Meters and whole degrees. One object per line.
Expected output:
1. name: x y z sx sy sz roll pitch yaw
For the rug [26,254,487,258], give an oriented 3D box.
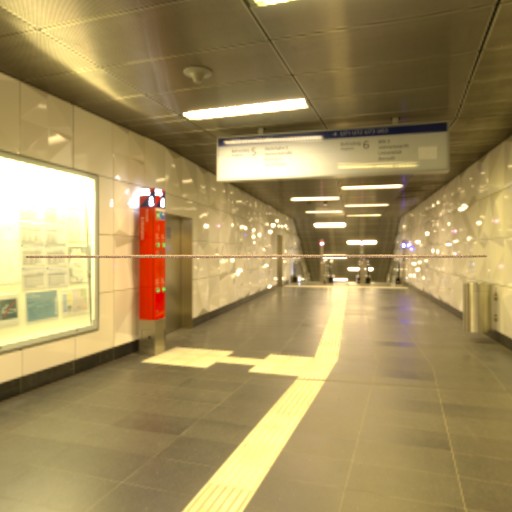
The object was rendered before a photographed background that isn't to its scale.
1. rug: 0.000 0.000 2.379 1.840 0.013 1.225 0 0 -1
